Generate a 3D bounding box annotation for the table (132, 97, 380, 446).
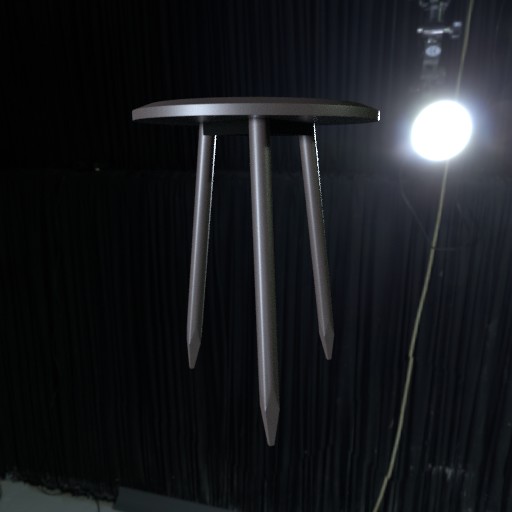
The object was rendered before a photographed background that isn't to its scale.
[{"bbox_3d":[0.000,0.000,0.919,0.457,0.585,0.457,0,14,0],"label":"table"}]
